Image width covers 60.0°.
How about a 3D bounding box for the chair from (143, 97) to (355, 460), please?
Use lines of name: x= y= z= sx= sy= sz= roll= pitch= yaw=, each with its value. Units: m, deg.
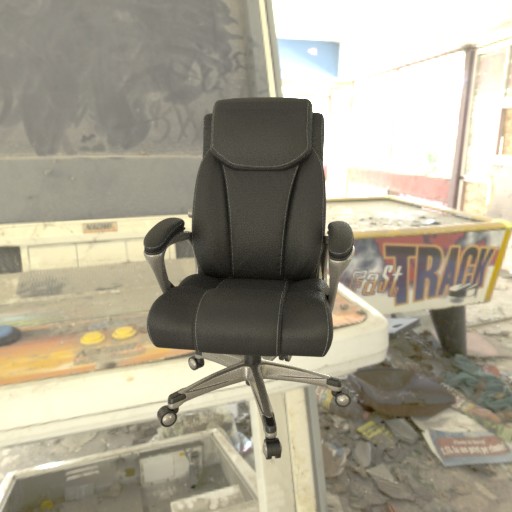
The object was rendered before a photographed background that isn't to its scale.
chair: x=0.000 y=0.000 z=1.638 sx=0.741 sy=1.167 sz=0.784 roll=2 pitch=14 yaw=7
